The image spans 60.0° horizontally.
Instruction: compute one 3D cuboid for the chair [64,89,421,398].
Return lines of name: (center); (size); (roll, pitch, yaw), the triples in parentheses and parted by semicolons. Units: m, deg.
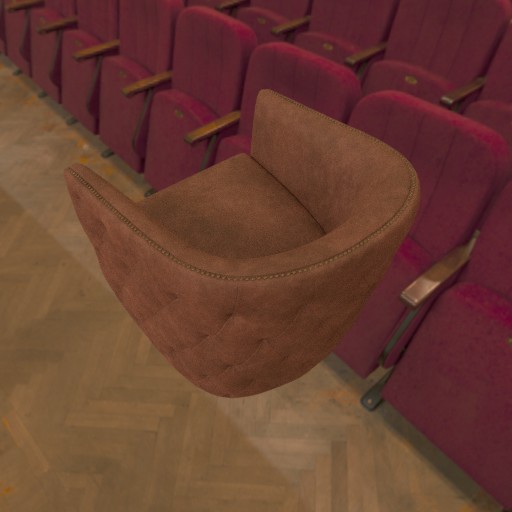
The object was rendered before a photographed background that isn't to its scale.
chair: (0.000, 0.000, 1.517); (0.850, 0.790, 0.870); (-31, 54, -26)
